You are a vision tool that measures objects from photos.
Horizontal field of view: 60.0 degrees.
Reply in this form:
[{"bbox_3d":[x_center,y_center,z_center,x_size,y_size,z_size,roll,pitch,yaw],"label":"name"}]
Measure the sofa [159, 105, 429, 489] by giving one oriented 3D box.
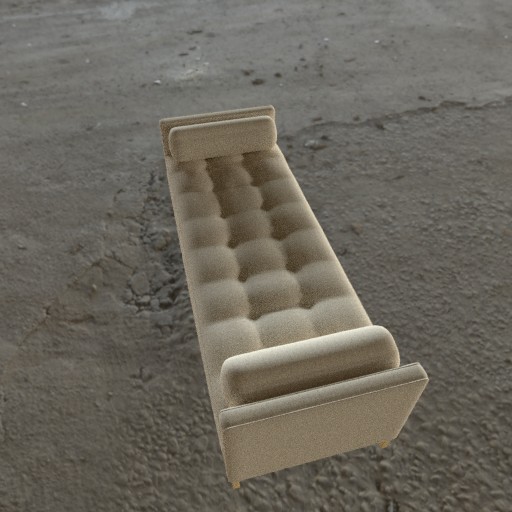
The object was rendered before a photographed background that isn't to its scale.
[{"bbox_3d":[0.000,0.000,2.312,0.746,0.641,1.985,-10,47,-10],"label":"sofa"}]
